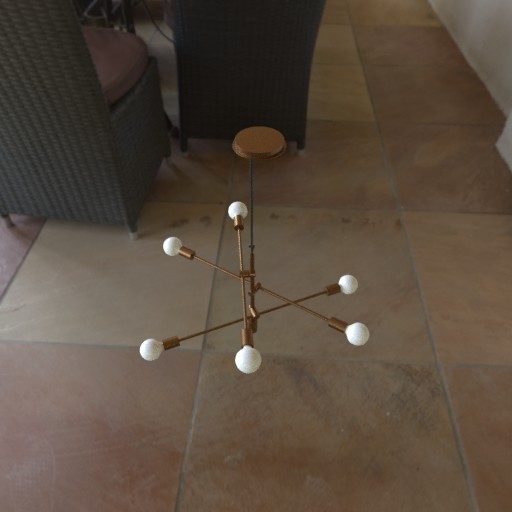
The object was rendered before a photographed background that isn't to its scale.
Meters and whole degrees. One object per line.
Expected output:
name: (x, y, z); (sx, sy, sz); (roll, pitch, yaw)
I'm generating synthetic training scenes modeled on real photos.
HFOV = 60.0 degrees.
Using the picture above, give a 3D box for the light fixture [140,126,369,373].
light fixture: (0.000, 0.000, 1.260); (0.682, 0.744, 0.637); (5, 46, 5)
